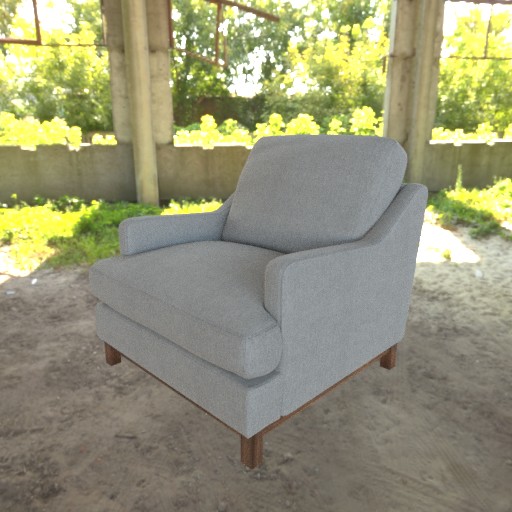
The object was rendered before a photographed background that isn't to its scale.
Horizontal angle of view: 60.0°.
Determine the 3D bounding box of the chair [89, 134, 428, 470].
[{"bbox_3d":[0.000,0.000,1.554,0.892,0.821,0.826,-15,21,-43],"label":"chair"}]
